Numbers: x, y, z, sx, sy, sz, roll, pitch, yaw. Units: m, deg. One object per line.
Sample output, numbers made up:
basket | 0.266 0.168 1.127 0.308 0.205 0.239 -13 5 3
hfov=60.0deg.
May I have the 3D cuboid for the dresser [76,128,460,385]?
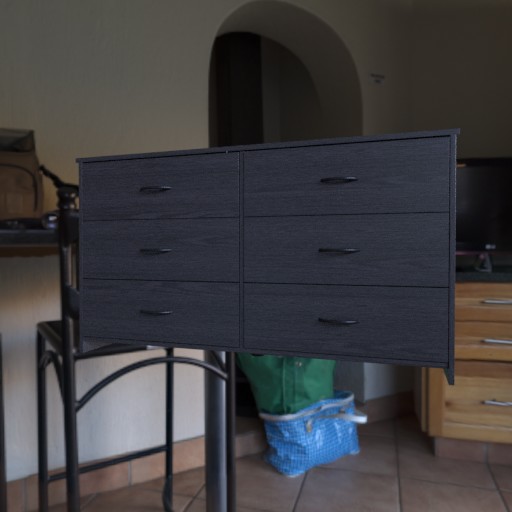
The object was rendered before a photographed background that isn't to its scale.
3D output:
dresser | 0.000 0.000 1.668 1.360 0.755 0.401 0 1 18
